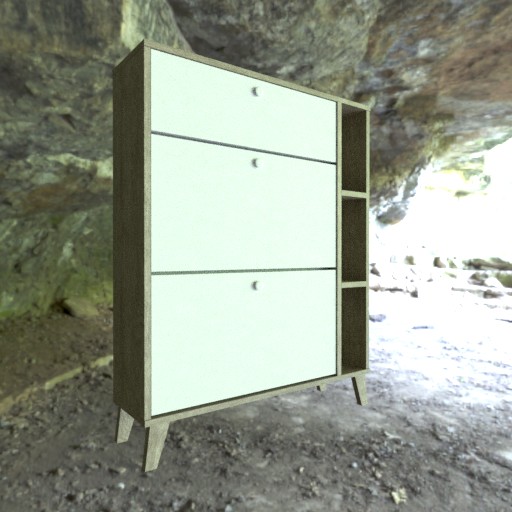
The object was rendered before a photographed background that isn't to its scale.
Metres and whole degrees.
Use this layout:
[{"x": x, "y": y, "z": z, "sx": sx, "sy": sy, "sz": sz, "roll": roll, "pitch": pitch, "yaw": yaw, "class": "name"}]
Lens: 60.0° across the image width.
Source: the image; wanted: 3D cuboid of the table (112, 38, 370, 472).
[{"x": 0.000, "y": 0.000, "z": 1.522, "sx": 0.902, "sy": 1.135, "sz": 0.256, "roll": 0, "pitch": 0, "yaw": -36, "class": "table"}]
